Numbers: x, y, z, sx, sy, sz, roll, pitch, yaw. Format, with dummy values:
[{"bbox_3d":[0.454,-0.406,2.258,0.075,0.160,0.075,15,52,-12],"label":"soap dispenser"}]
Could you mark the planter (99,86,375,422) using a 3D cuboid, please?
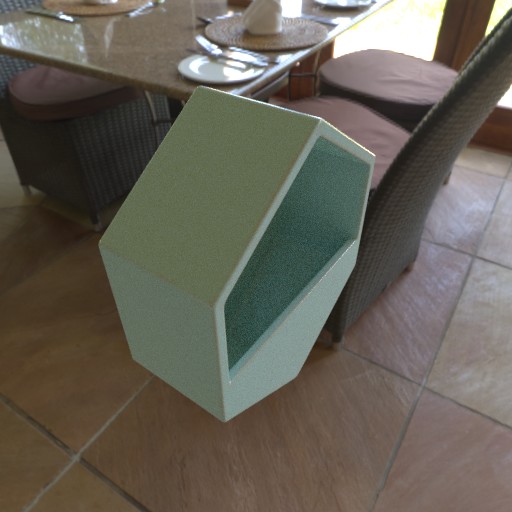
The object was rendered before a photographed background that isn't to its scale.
[{"bbox_3d":[0.000,0.000,0.291,0.078,0.207,0.169,25,47,26],"label":"planter"}]
